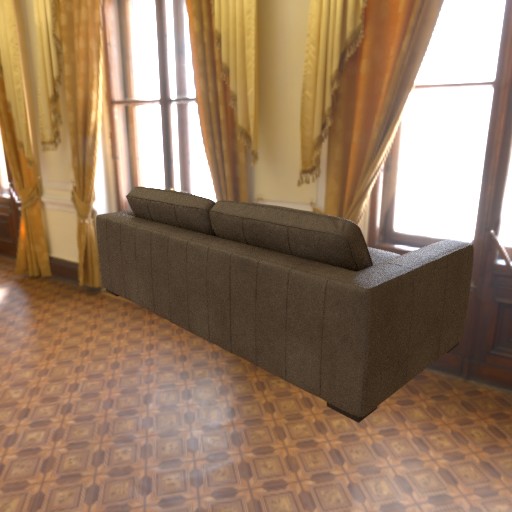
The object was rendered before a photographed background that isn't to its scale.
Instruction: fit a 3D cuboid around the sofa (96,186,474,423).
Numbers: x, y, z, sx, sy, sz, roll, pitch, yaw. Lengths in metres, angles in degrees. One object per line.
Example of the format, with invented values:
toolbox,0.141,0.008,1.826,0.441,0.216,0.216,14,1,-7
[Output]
sofa,0.000,0.000,2.792,1.070,0.801,2.262,-14,21,-42
